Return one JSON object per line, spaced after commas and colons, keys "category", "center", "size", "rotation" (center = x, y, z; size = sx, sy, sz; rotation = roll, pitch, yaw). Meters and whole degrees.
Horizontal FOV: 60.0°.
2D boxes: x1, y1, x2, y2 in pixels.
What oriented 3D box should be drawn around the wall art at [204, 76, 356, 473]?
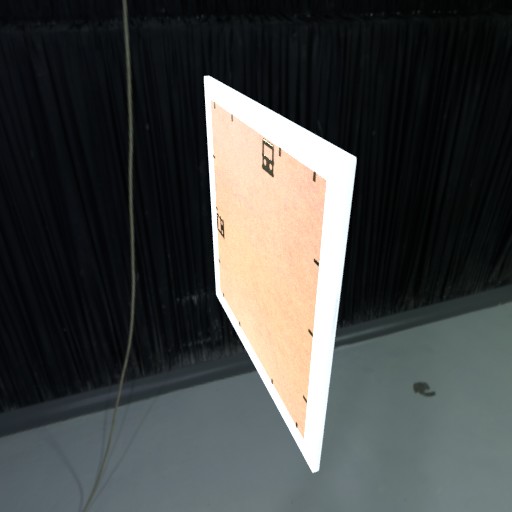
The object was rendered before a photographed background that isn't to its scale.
{"category": "wall art", "center": [0.000, 0.000, 0.880], "size": [0.013, 0.584, 0.584], "rotation": [-12, 33, -18]}
